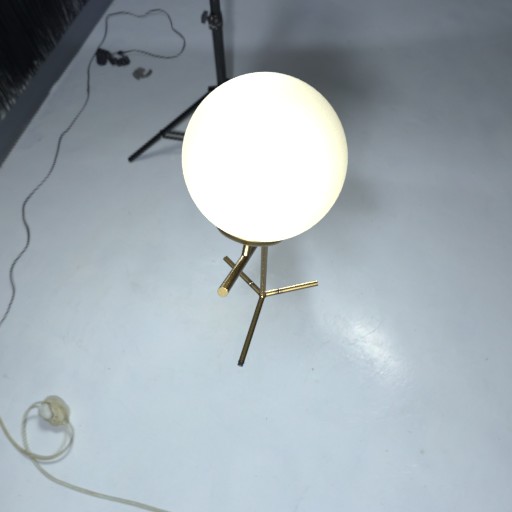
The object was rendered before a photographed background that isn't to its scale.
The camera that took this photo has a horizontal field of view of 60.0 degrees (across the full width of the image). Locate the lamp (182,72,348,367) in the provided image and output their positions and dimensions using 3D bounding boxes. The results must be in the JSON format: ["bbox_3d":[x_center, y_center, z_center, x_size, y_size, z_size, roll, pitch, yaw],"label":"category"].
[{"bbox_3d":[0.000,0.000,0.655,0.210,0.552,0.251,15,65,8],"label":"lamp"}]
